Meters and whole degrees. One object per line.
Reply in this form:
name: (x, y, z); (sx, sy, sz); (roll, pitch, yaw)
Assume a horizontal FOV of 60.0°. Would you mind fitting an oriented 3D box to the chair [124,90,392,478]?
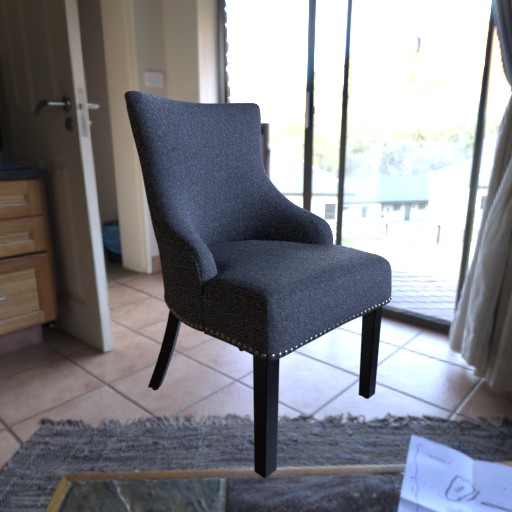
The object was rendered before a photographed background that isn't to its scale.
chair: (0.000, 0.000, 1.293); (0.629, 0.909, 0.566); (13, 19, 42)
